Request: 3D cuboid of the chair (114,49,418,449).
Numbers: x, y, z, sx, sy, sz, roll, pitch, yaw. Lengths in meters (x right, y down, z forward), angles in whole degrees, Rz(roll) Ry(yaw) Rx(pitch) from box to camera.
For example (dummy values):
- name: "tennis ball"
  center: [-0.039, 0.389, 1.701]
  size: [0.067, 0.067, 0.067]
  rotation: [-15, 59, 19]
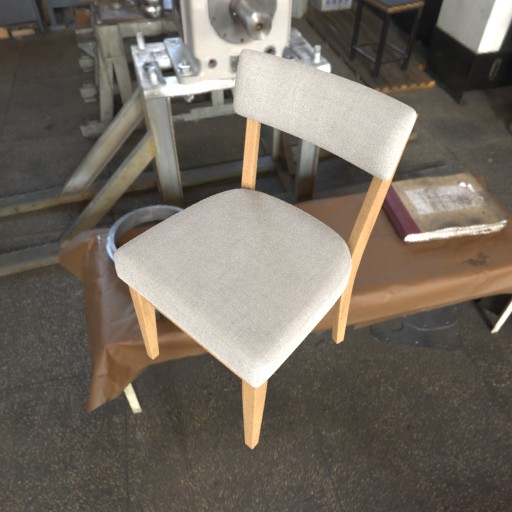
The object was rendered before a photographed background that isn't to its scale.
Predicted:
- name: "chair"
  center: [0.000, 0.000, 1.187]
  size: [0.508, 0.832, 0.572]
  rotation: [32, 55, 27]
